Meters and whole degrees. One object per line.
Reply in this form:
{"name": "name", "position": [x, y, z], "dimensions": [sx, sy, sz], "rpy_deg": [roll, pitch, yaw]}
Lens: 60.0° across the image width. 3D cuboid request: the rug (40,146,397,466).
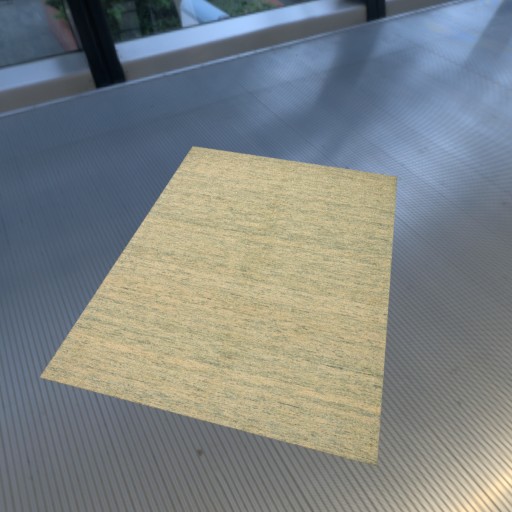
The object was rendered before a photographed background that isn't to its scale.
{"name": "rug", "position": [0.000, 0.000, 4.109], "dimensions": [2.437, 0.014, 3.201], "rpy_deg": [11, 47, 10]}
